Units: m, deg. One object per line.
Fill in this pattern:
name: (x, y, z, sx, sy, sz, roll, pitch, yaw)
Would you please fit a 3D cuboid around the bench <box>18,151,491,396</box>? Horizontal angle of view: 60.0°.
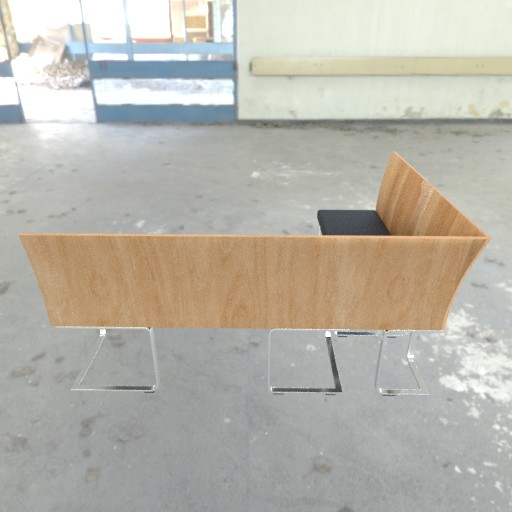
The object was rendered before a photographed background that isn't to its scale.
bench: (0.000, 0.000, 2.697, 1.945, 0.930, 1.495, 0, 27, 1)
